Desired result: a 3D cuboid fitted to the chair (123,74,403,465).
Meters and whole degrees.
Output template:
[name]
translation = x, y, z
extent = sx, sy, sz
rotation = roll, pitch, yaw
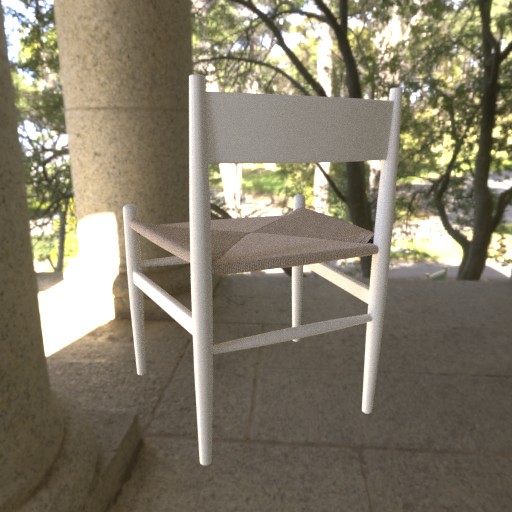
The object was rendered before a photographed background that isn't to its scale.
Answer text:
[chair]
translation = 0.000, 0.000, 1.102
extent = 0.556, 0.762, 0.495
rotation = -7, 16, -25
